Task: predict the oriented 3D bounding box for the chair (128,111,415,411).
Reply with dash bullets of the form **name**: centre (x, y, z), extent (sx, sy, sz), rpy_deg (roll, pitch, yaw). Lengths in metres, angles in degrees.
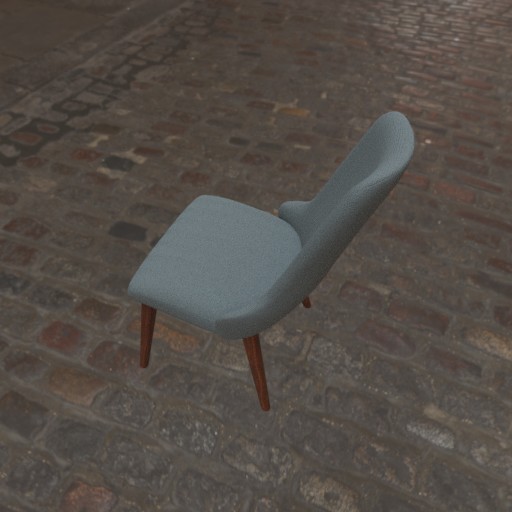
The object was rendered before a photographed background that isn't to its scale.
- **chair**: centre (0.000, 0.000, 1.341), extent (0.707, 0.918, 0.535), rpy_deg (17, 49, 16)
